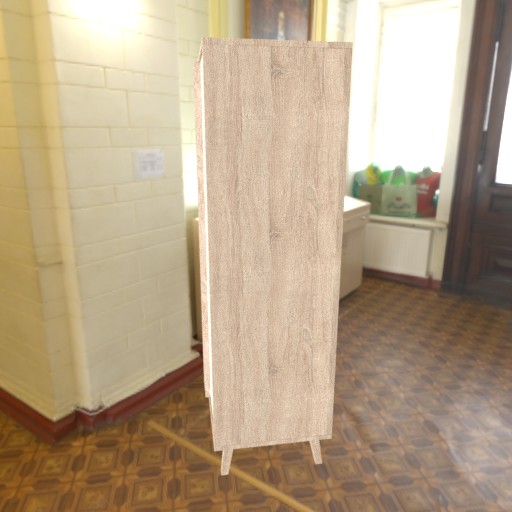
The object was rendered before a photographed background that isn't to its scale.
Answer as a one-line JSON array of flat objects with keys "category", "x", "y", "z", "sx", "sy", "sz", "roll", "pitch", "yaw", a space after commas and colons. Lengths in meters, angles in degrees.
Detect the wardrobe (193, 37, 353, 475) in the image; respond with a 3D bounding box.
[{"category": "wardrobe", "x": 0.000, "y": 0.000, "z": 2.404, "sx": 0.600, "sy": 1.960, "sz": 1.000, "roll": -2, "pitch": 16, "yaw": -9}]
